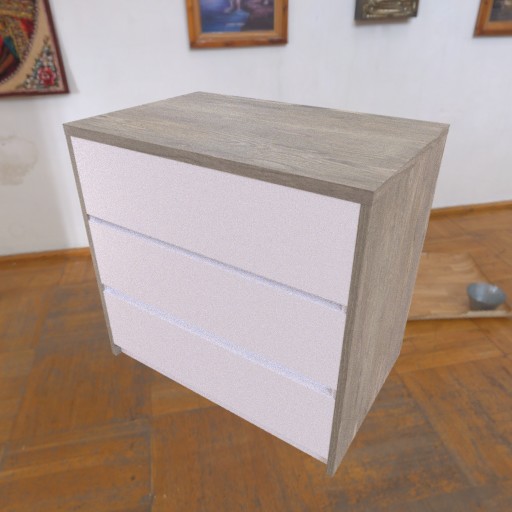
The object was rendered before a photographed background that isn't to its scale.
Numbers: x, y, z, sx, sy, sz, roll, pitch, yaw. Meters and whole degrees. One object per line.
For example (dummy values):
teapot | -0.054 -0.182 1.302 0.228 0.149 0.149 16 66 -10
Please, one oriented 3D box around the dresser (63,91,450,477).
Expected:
dresser | 0.000 0.000 1.297 0.809 0.762 0.529 18 35 28
